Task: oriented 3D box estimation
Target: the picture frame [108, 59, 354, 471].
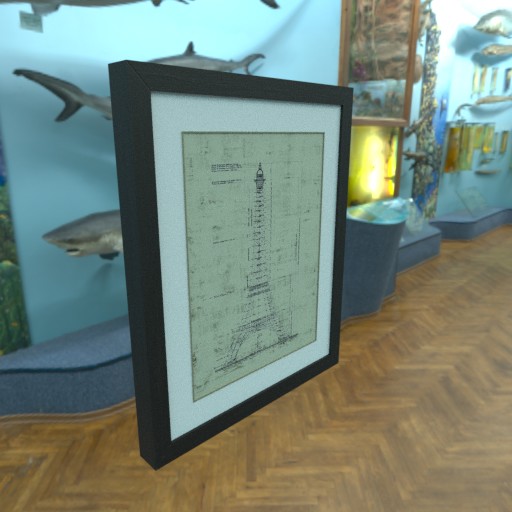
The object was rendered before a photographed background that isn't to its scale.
[{"bbox_3d":[0.000,0.000,0.741,0.452,0.555,0.044,-15,21,-42],"label":"picture frame"}]
